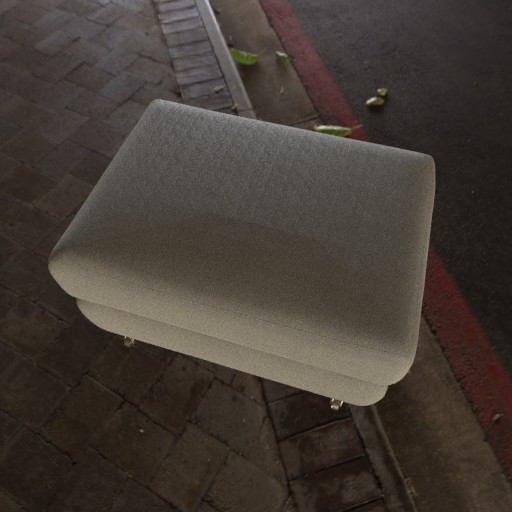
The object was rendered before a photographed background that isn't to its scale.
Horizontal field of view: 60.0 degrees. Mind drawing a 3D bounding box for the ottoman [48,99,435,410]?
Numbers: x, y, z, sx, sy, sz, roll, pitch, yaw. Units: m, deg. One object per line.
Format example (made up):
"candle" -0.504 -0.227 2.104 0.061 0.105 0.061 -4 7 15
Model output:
"ottoman" 0.000 0.000 1.159 0.773 0.504 0.569 14 59 9
